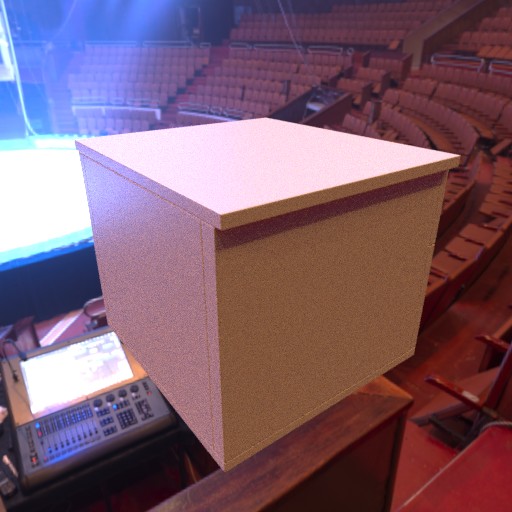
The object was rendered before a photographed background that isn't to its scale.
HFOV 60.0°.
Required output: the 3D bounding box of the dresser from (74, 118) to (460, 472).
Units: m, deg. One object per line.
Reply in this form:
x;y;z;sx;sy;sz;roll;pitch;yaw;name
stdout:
0.000;0.000;0.733;0.400;0.360;0.430;-18;31;-33;dresser
